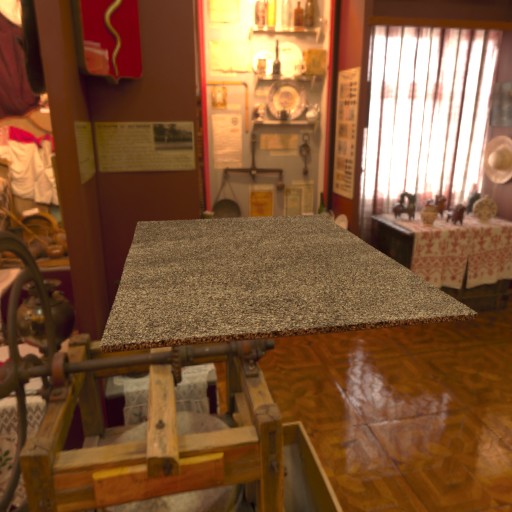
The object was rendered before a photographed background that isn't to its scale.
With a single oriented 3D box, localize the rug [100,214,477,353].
[{"bbox_3d":[0.000,0.000,2.110,1.198,0.025,1.601,-3,18,-10],"label":"rug"}]
